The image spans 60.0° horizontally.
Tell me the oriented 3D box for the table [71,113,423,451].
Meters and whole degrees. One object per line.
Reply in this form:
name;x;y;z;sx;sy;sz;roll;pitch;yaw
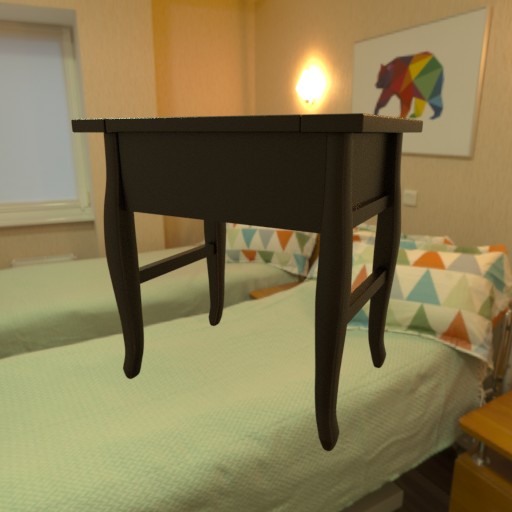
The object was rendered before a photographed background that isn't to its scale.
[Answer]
table;0.000;0.000;1.027;0.602;0.604;0.460;9;18;29
